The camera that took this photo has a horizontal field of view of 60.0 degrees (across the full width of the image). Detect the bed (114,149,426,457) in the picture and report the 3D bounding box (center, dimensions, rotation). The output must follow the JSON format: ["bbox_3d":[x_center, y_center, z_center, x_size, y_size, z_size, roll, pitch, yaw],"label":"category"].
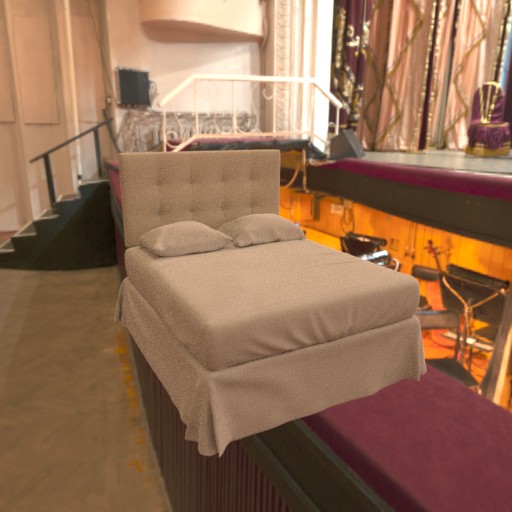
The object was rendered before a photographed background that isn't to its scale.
[{"bbox_3d":[0.000,0.000,3.570,1.936,1.577,2.222,-8,18,-28],"label":"bed"}]
